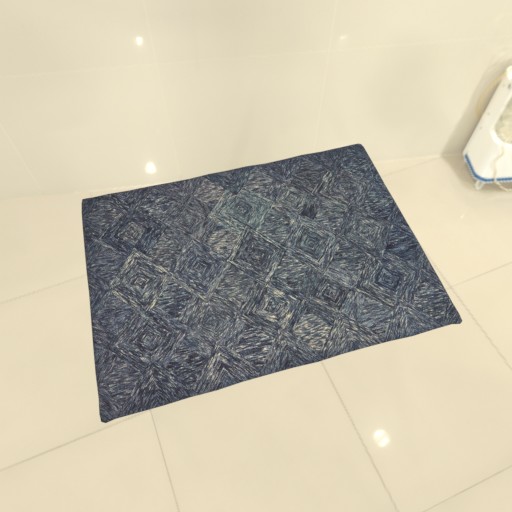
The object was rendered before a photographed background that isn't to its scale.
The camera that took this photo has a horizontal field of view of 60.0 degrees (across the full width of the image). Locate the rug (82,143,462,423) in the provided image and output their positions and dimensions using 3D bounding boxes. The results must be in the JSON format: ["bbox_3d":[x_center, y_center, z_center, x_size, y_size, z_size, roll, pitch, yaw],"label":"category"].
[{"bbox_3d":[0.000,0.000,4.374,3.245,0.024,2.385,-13,59,-8],"label":"rug"}]
